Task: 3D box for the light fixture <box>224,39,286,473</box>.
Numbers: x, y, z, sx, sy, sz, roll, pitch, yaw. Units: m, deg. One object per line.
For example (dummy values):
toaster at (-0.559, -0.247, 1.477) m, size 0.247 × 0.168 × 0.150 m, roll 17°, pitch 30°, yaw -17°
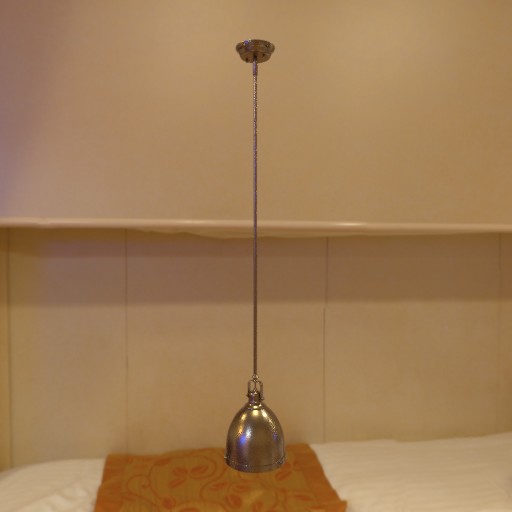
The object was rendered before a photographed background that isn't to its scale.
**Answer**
light fixture at (0.000, 0.000, 1.481) m, size 0.217 × 1.367 × 0.211 m, roll 1°, pitch 2°, yaw 35°
